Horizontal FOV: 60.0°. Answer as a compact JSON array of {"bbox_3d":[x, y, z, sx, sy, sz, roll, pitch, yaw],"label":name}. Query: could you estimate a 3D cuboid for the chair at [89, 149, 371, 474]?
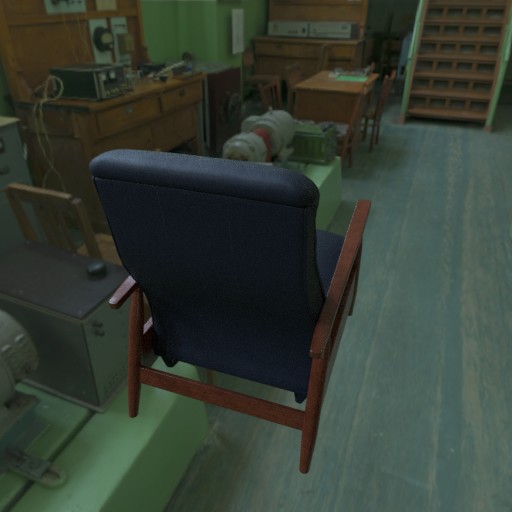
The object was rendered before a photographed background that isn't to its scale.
[{"bbox_3d":[0.000,0.000,1.771,0.762,1.082,1.014,10,32,17],"label":"chair"}]
